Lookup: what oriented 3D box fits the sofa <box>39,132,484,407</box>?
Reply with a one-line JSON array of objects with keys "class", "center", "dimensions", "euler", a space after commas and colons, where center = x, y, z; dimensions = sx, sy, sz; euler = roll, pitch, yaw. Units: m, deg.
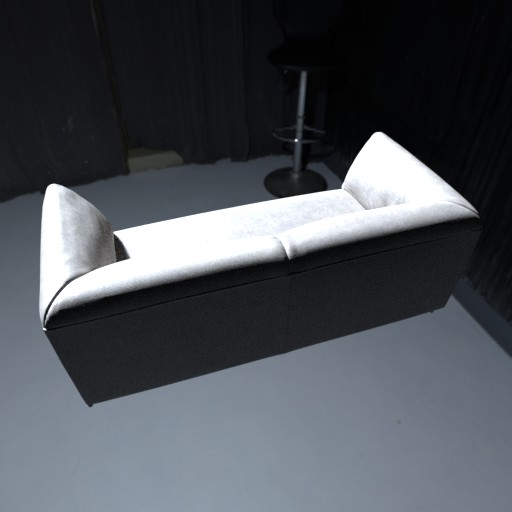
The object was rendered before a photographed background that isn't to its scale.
[{"class": "sofa", "center": [0.000, 0.000, 2.245], "dimensions": [1.878, 0.747, 0.905], "euler": [-12, 43, -14]}]
